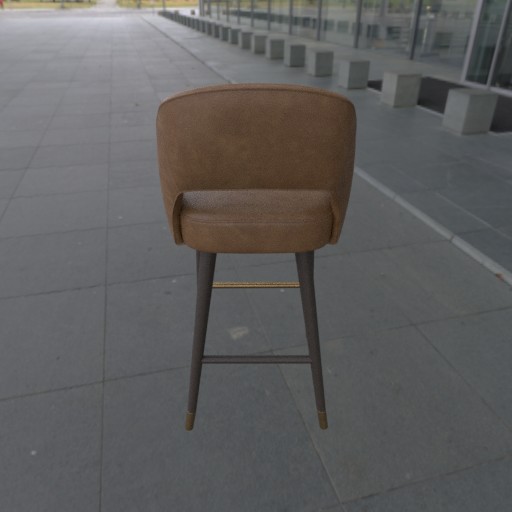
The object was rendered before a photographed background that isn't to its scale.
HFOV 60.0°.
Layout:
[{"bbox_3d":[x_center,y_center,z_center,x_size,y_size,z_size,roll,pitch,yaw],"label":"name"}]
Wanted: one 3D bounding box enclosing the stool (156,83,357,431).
[{"bbox_3d":[0.000,0.000,1.307,0.494,1.037,0.509,0,30,0],"label":"stool"}]
